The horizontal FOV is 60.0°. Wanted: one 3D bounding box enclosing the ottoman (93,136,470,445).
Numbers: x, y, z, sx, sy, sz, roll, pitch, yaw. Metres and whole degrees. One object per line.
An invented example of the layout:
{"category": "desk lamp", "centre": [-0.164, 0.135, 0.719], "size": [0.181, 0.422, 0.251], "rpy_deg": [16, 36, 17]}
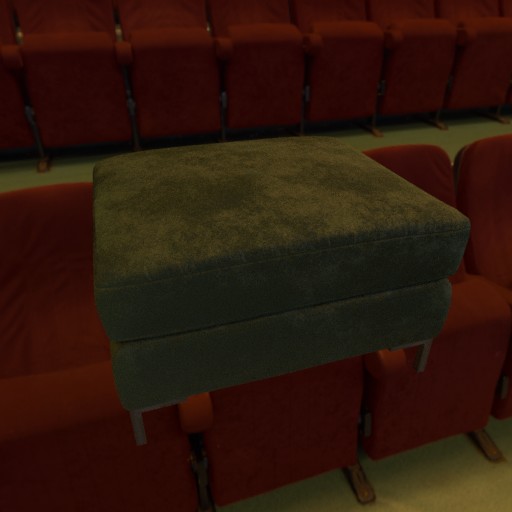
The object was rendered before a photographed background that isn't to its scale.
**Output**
{"category": "ottoman", "centre": [0.000, 0.000, 1.287], "size": [0.839, 0.538, 0.701], "rpy_deg": [-9, 33, -15]}
